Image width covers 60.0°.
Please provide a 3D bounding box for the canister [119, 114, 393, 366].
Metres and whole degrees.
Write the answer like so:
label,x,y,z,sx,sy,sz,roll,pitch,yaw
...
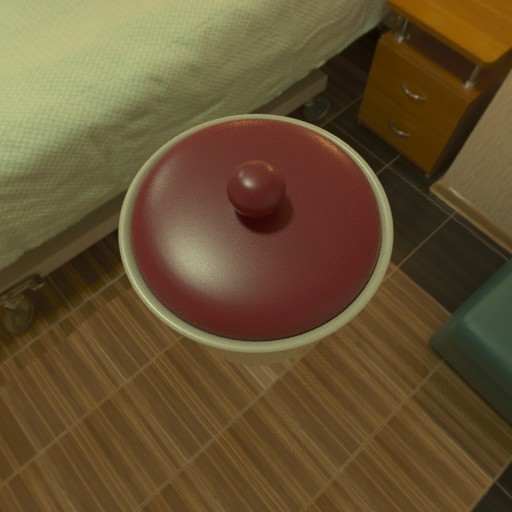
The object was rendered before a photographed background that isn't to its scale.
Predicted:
label,x,y,z,sx,sy,sz,roll,pitch,yaw
canister,0.000,0.000,0.346,0.181,0.211,0.181,0,64,0
